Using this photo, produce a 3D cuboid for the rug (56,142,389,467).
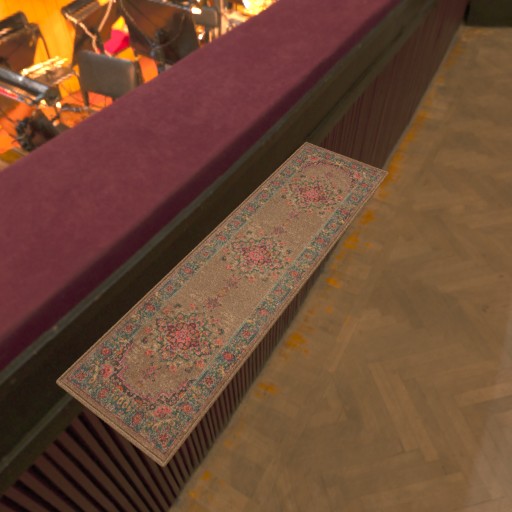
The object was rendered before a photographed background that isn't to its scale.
[{"bbox_3d":[0.000,0.000,2.528,0.659,0.019,2.297,27,53,22],"label":"rug"}]
